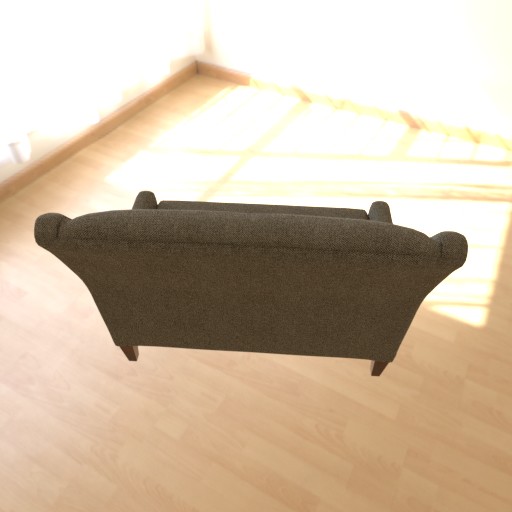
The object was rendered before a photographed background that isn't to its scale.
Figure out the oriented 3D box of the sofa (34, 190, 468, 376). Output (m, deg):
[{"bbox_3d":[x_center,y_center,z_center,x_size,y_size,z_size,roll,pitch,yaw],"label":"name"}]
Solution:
[{"bbox_3d":[0.000,0.000,1.860,1.242,1.021,0.870,3,46,3],"label":"sofa"}]
